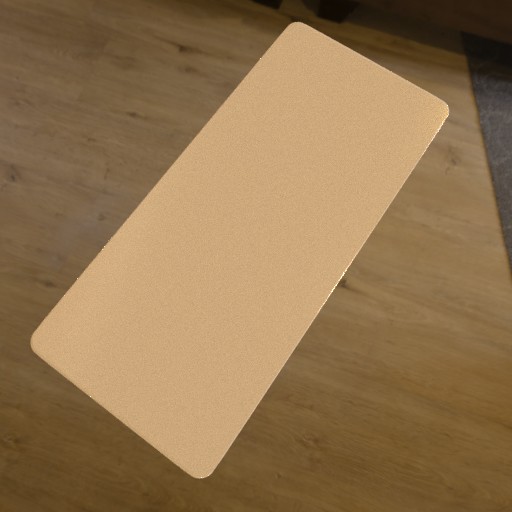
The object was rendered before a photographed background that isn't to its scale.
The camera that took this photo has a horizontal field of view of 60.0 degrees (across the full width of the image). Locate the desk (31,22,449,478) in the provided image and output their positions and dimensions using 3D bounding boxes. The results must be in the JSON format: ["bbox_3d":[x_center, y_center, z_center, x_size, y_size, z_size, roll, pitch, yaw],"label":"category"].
[{"bbox_3d":[0.000,0.000,1.541,0.550,0.760,1.200,34,77,9],"label":"desk"}]
